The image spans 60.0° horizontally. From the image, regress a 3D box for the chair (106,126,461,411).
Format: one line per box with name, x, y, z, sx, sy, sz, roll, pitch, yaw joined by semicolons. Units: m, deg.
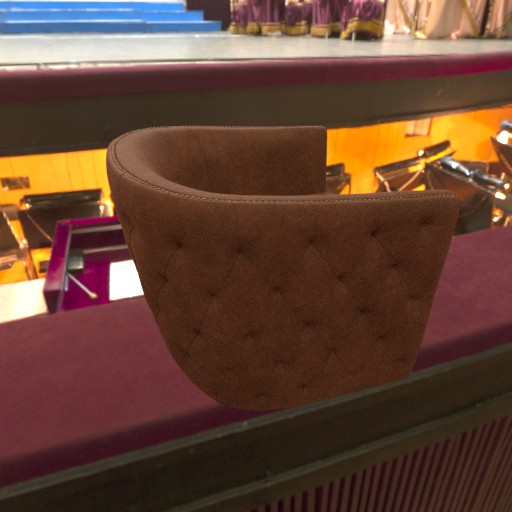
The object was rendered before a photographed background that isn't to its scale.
chair;0.000;0.000;1.513;0.870;0.790;0.850;-9;31;-16
